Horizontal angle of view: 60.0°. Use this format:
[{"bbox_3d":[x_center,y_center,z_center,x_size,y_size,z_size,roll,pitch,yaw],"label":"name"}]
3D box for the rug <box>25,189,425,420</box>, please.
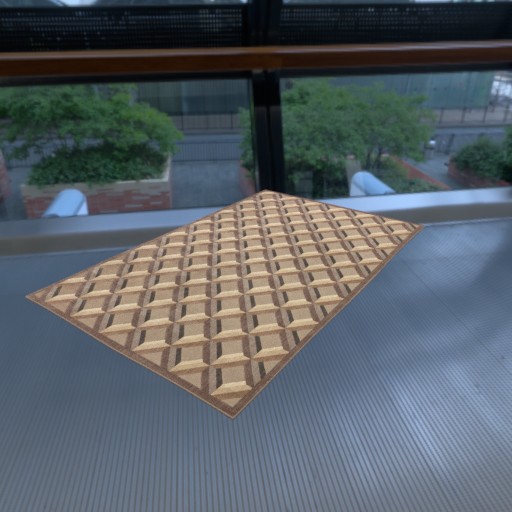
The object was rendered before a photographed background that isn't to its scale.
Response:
[{"bbox_3d":[0.000,0.000,2.086,1.066,0.011,1.677,18,32,32],"label":"rug"}]
